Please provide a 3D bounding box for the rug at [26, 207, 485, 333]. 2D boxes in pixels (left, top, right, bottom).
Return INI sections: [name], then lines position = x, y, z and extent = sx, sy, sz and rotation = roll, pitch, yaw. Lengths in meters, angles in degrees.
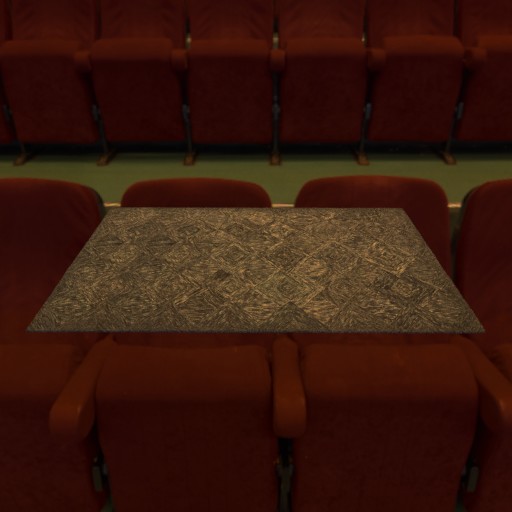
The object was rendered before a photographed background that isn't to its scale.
[rug]
position = 0.000, 0.000, 2.173
extent = 1.754, 0.010, 1.139
rotation = 0, 30, 0
